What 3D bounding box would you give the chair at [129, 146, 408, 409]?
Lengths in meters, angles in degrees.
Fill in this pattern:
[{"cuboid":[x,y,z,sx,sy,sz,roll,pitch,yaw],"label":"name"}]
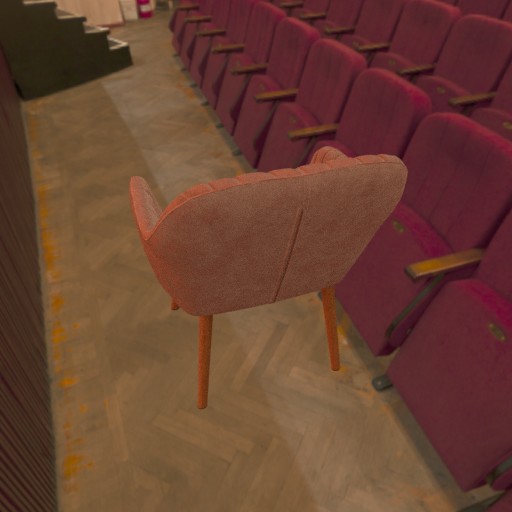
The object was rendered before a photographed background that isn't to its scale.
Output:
[{"cuboid":[0.000,0.000,1.248,0.610,0.832,0.570,-12,42,-14],"label":"chair"}]
